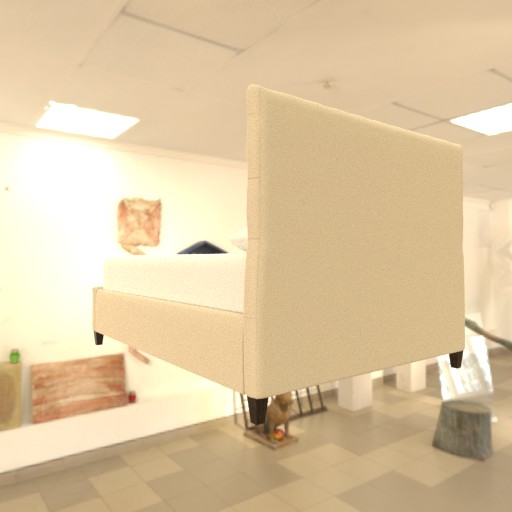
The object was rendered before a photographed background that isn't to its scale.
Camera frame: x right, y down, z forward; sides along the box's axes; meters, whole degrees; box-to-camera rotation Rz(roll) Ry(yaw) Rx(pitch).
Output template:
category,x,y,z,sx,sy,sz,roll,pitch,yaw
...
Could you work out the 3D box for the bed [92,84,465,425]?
category,x,y,z,sx,sy,sz,roll,pitch,yaw
bed,0.000,0.000,3.209,1.696,1.426,2.233,0,0,-37
